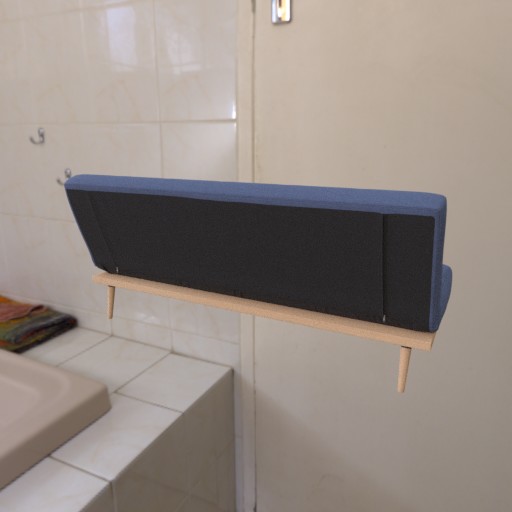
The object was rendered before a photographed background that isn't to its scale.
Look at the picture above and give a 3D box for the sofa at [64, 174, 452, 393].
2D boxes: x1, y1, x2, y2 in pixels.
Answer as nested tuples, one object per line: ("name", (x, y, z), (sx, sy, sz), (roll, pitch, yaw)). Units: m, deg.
("sofa", (0.000, 0.000, 2.238), (1.800, 0.800, 0.796), (8, 17, 27))
